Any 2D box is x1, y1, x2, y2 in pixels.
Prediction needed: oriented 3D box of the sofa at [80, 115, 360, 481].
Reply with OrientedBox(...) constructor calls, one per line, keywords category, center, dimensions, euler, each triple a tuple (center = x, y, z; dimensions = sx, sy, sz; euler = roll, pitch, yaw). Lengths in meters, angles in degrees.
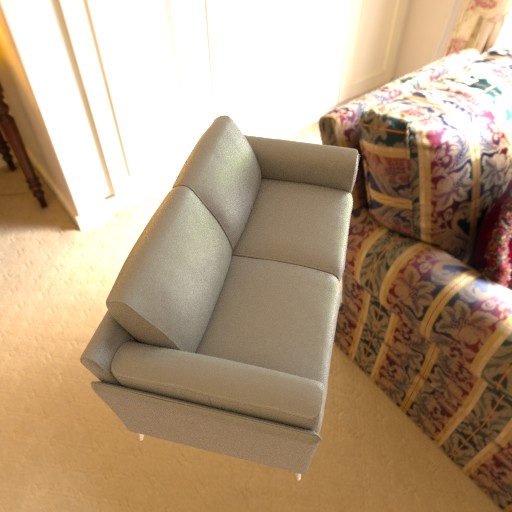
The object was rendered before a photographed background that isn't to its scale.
OrientedBox(category="sofa", center=(0.000, 0.000, 2.623), dimensions=(1.049, 0.930, 2.101), euler=(10, 47, 9))
